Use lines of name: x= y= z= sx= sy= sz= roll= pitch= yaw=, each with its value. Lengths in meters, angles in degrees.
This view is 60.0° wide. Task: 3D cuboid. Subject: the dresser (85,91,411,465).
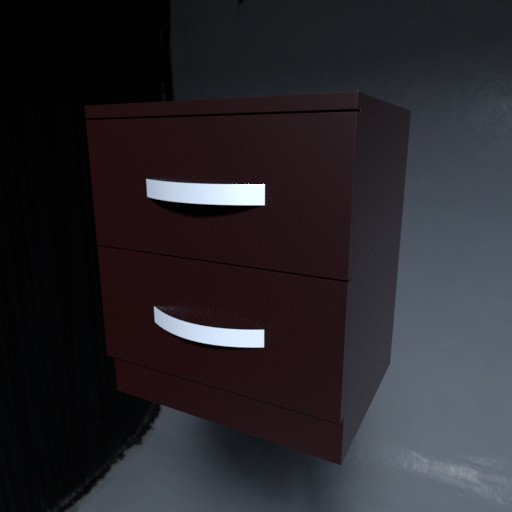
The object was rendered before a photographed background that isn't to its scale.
dresser: x=0.000 y=0.000 z=0.740 sx=0.400 sy=0.470 sz=0.360 roll=7 pitch=16 yaw=27
